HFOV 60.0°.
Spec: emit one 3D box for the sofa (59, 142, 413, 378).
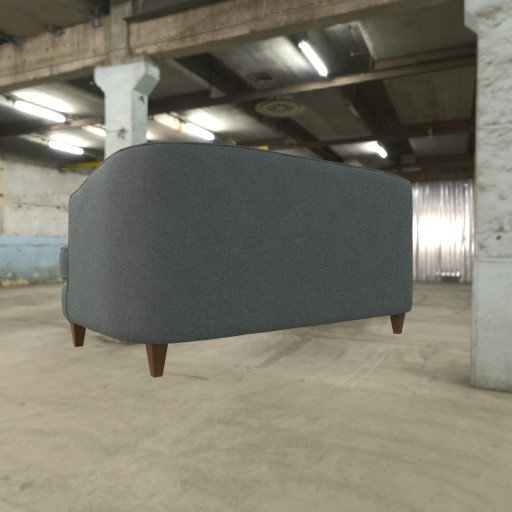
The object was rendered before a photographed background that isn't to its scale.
[{"bbox_3d":[0.000,0.000,2.295,1.733,0.855,0.941,0,0,-37],"label":"sofa"}]
